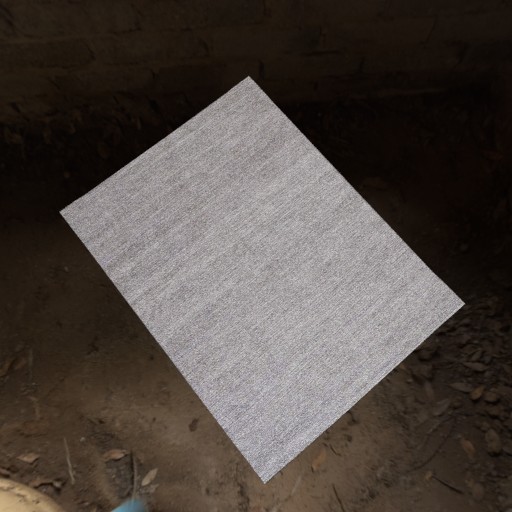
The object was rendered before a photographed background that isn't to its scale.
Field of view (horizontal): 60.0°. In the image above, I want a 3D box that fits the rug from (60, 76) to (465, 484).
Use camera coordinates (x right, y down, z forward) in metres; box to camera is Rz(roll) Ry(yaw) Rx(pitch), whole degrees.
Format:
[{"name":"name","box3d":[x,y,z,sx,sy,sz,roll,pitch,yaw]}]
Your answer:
[{"name":"rug","box3d":[0.000,0.000,4.255,2.434,0.045,3.202,-38,78,-9]}]
